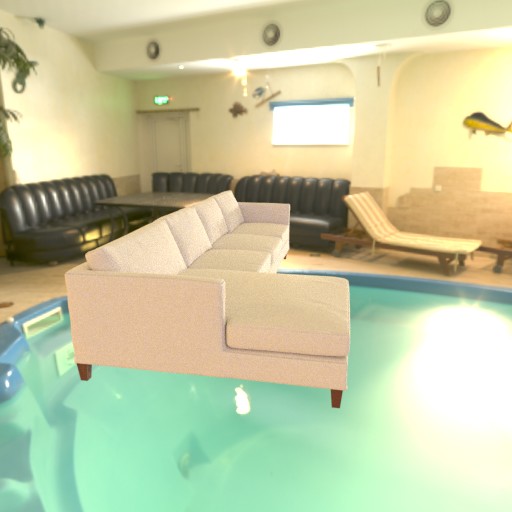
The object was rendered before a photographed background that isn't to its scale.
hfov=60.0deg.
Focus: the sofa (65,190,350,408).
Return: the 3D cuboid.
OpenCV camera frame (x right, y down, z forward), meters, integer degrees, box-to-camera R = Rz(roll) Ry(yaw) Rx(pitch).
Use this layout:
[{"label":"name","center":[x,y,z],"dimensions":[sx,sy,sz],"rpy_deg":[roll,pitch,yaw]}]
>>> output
[{"label":"sofa","center":[0.000,0.000,3.926],"dimensions":[1.625,0.846,3.186],"rpy_deg":[3,15,11]}]
